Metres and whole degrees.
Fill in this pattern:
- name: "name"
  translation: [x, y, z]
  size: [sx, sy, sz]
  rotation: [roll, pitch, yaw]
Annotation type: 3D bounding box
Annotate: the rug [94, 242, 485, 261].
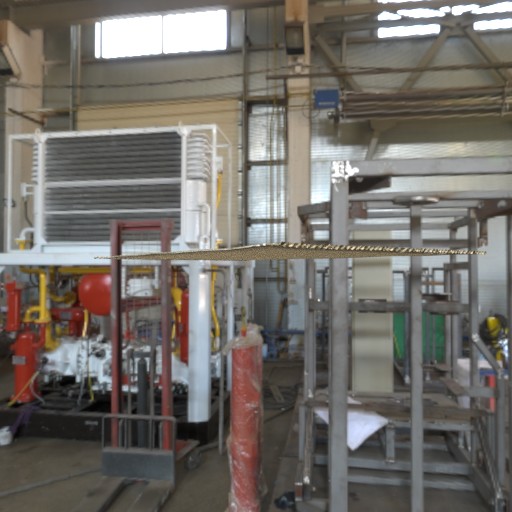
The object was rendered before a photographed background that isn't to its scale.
- name: "rug"
  translation: [0.000, 0.000, 3.067]
  size: [1.530, 0.025, 2.431]
  rotation: [1, -2, -36]
